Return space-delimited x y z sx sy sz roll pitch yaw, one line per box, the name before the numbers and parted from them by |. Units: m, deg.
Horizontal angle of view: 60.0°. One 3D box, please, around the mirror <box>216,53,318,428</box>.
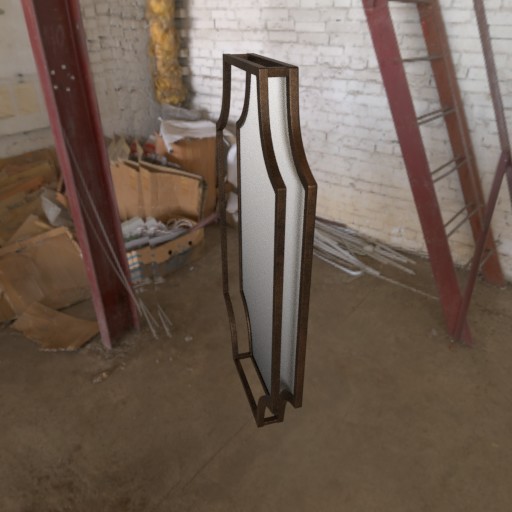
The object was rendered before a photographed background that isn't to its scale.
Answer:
mirror | 0.000 0.000 0.996 0.066 0.811 0.462 -8 30 -14
